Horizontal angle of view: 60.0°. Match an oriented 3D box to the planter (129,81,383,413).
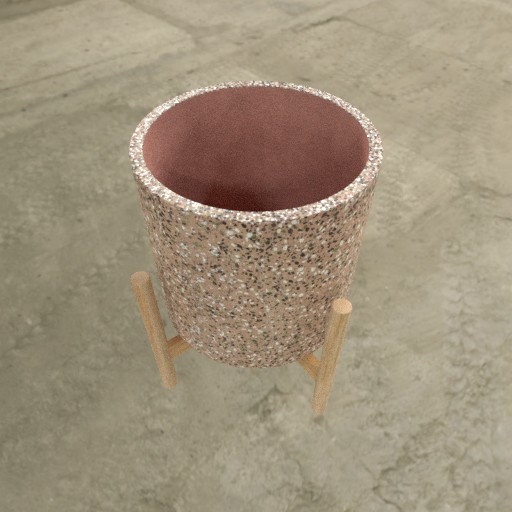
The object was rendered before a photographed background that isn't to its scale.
[{"bbox_3d":[0.000,0.000,0.690,0.360,0.419,0.360,-9,47,-9],"label":"planter"}]
